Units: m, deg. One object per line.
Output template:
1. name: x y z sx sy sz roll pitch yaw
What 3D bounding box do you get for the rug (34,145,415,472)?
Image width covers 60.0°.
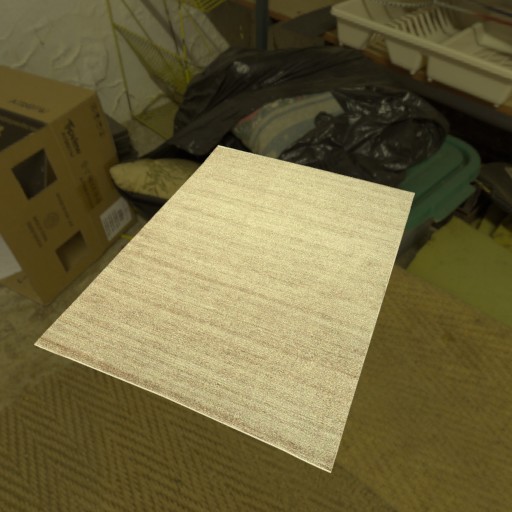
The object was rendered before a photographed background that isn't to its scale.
1. rug: 0.000 0.000 4.185 2.434 0.045 3.202 17 48 16
